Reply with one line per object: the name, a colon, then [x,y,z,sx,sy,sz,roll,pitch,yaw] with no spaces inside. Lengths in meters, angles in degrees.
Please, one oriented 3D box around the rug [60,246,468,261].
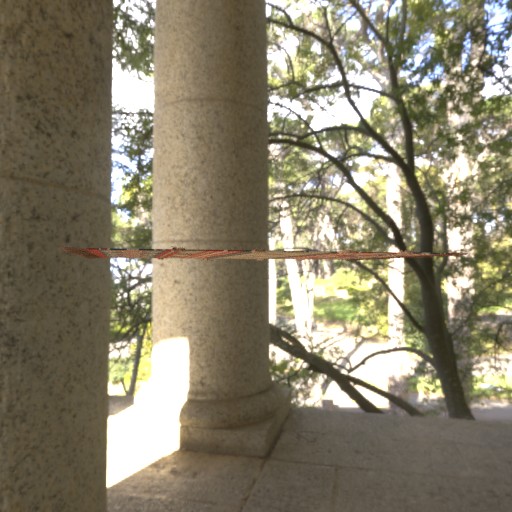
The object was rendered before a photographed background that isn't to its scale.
rug: [0.000,0.000,3.213,2.450,0.048,1.778,1,-2,-16]
